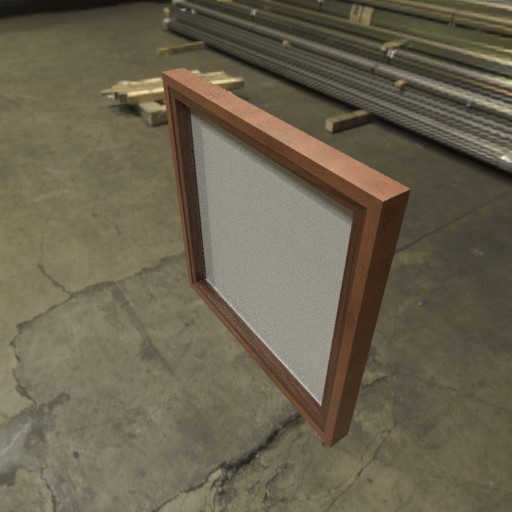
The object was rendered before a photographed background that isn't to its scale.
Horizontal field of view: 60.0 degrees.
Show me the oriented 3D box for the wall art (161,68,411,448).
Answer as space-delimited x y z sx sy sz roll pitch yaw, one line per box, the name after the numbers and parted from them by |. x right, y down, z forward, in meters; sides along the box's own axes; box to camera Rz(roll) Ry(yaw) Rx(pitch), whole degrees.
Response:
0.000 0.000 0.620 0.035 0.403 0.403 -24 45 -26 | wall art
